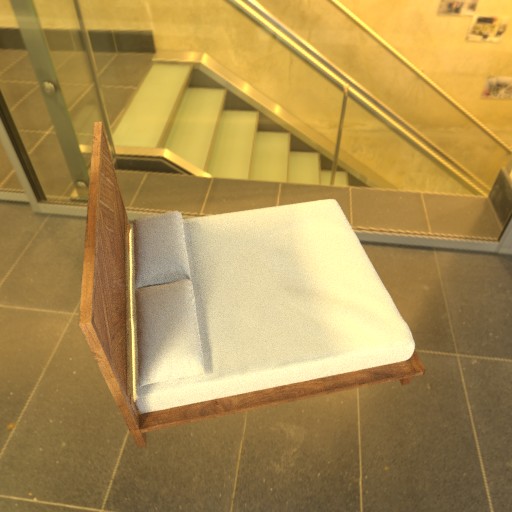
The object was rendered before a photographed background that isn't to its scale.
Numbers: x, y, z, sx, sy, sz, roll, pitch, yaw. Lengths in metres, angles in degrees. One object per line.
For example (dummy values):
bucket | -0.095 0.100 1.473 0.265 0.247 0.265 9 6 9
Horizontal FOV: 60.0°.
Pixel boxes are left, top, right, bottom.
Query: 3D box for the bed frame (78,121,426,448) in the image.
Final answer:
bed frame | 0.000 0.000 3.591 2.235 1.537 2.038 -9 46 -9
